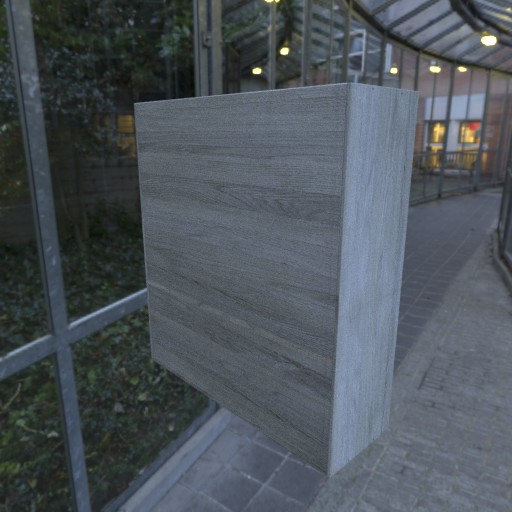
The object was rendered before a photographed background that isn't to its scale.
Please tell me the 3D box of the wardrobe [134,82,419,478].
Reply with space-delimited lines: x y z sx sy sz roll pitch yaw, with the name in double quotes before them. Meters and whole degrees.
"wardrobe" 0.000 0.000 2.904 0.629 1.960 1.780 -14 21 -42
